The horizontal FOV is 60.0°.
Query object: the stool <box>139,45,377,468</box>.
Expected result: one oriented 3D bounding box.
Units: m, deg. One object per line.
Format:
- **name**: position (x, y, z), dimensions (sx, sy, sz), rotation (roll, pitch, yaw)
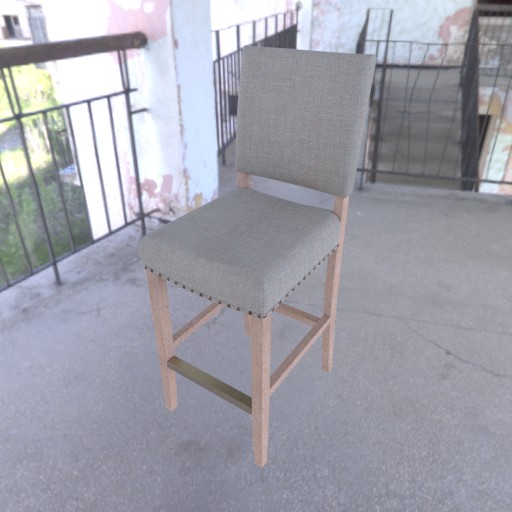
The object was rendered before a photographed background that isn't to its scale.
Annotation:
- **stool**: position (0.000, 0.000, 1.431), dimensions (0.445, 1.173, 0.585), rotation (19, 36, 29)
